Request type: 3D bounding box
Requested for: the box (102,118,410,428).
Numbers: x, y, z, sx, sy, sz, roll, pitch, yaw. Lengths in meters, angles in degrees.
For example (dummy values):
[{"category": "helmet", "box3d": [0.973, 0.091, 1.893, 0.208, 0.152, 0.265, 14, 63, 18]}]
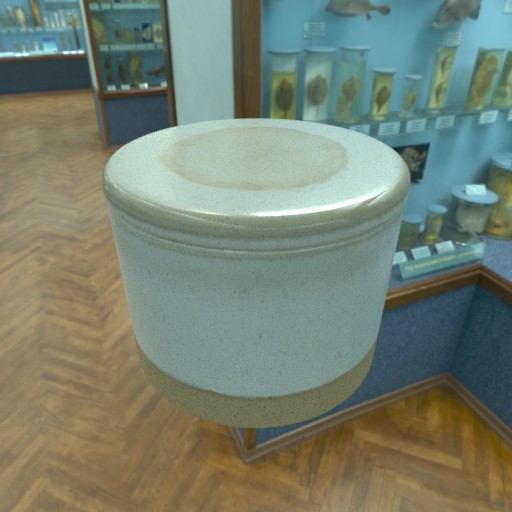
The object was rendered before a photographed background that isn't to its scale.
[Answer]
[{"category": "box", "box3d": [0.000, 0.000, 0.259, 0.154, 0.123, 0.154, 0, 31, 0]}]
